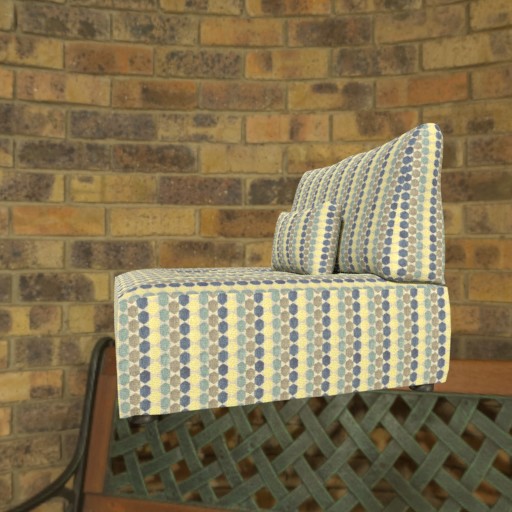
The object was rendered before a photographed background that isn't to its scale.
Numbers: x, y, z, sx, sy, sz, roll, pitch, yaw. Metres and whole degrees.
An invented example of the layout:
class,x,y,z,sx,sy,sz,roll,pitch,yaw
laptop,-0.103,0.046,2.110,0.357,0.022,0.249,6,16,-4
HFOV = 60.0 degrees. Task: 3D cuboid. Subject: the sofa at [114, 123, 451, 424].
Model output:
class,x,y,z,sx,sy,sz,roll,pitch,yaw
sofa,0.000,0.000,1.650,1.000,0.830,0.930,0,1,-18
